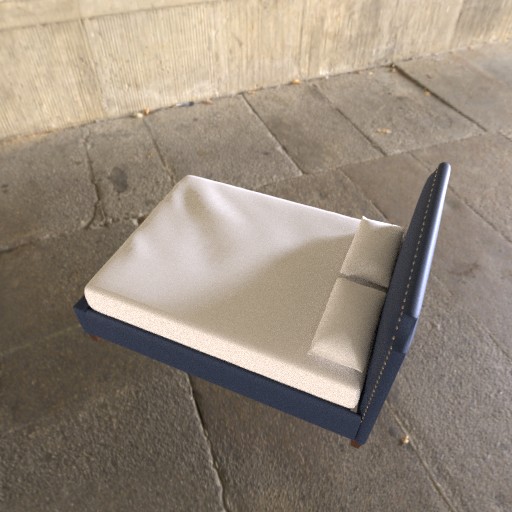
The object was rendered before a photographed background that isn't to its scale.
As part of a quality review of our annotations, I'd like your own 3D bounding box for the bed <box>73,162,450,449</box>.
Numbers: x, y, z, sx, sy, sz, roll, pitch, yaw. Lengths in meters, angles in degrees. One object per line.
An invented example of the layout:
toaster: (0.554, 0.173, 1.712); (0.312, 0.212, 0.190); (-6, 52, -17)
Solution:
bed: (0.000, 0.000, 3.431); (2.372, 1.443, 1.712); (17, 48, 16)
